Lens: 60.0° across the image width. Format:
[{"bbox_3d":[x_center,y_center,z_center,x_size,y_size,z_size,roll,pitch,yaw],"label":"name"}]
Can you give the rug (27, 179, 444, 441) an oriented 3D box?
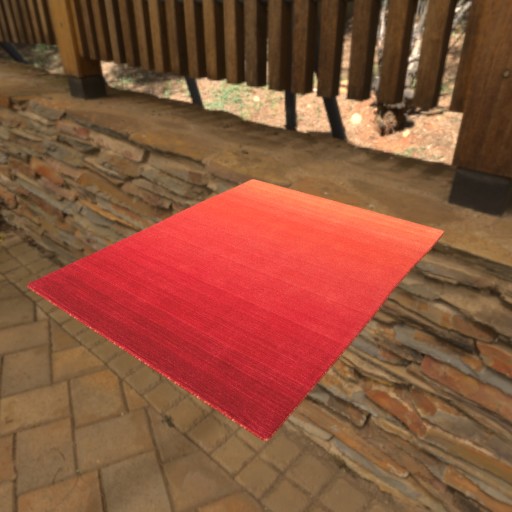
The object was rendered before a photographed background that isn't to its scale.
[{"bbox_3d":[0.000,0.000,3.847,2.340,0.028,2.905,21,36,31],"label":"rug"}]
